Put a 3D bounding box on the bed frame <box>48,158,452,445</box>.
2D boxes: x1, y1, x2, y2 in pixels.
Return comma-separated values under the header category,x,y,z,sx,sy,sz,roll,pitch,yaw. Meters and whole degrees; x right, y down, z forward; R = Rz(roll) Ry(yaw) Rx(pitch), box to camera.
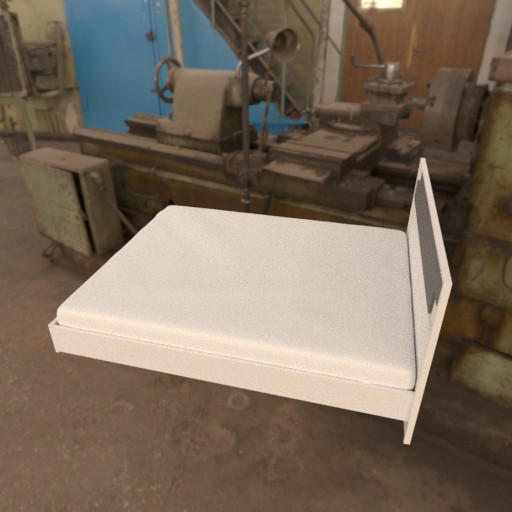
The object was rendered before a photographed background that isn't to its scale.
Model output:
category,x,y,z,sx,sy,sz,roll,pitch,yaw
bed frame,0.000,0.000,2.999,2.100,1.001,1.711,8,31,13
